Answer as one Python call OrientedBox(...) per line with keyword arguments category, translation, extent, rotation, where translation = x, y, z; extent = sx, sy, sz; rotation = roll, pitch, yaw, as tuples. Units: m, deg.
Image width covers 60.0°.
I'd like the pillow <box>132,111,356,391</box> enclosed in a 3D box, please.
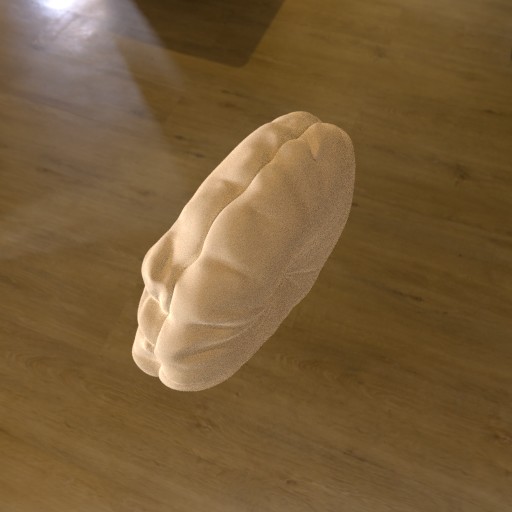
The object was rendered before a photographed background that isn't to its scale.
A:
OrientedBox(category="pillow", translation=(0.000, 0.000, 0.631), extent=(0.148, 0.407, 0.428), rotation=(34, 67, 16))
